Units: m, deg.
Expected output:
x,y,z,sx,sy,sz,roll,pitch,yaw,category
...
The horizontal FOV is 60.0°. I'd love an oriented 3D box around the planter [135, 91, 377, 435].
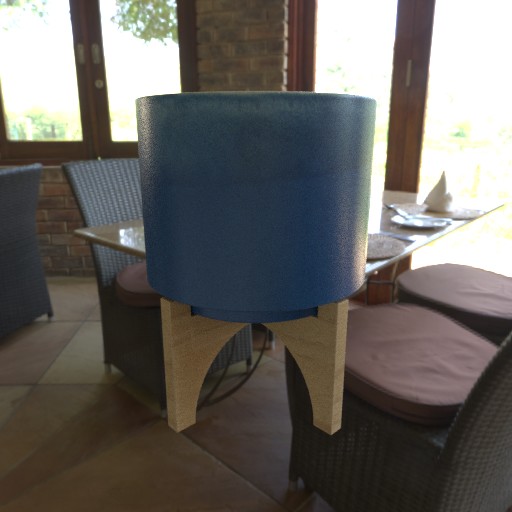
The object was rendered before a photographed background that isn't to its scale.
x,y,z,sx,sy,sz,roll,pitch,yaw,category
0.000,0.000,0.398,0.192,0.263,0.192,0,16,0,planter
